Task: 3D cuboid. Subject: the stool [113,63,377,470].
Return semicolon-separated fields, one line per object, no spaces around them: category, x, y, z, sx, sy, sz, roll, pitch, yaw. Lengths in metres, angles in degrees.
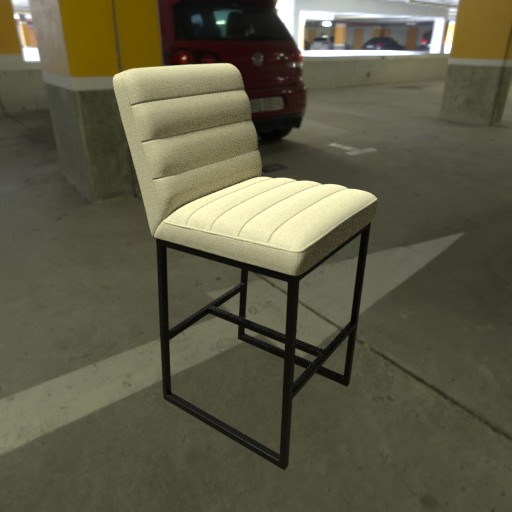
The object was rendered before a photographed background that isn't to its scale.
stool;0.000;0.000;1.326;0.560;1.040;0.460;17;31;31
